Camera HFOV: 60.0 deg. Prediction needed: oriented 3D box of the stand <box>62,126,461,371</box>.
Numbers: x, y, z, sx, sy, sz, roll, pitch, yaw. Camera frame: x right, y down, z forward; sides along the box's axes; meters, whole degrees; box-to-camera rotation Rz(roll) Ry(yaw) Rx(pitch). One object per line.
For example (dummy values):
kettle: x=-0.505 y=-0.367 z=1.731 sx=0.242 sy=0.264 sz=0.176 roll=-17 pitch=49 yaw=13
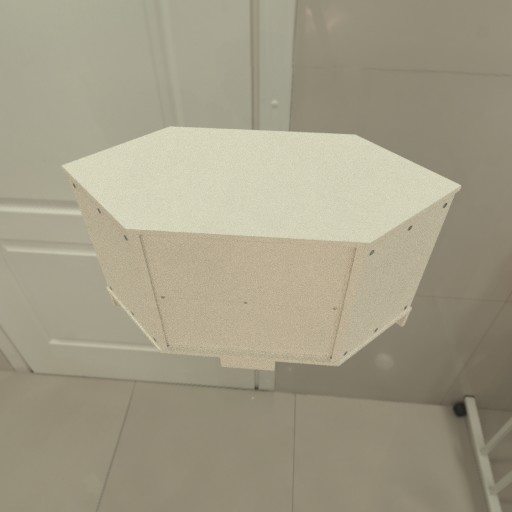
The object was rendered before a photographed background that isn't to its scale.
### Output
stand: x=0.000 y=0.000 z=1.400 sx=1.072 sy=0.614 sz=0.477 roll=3 pitch=46 yaw=3
